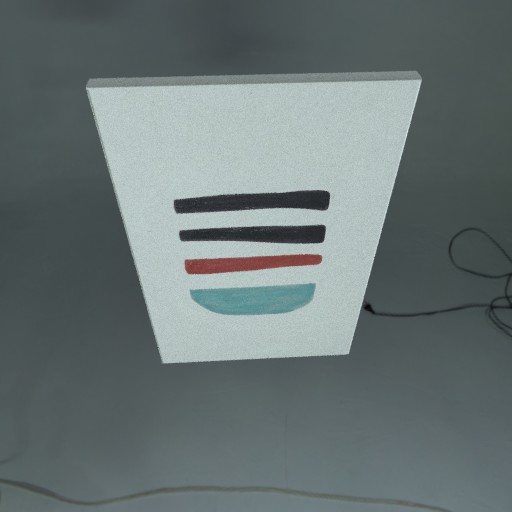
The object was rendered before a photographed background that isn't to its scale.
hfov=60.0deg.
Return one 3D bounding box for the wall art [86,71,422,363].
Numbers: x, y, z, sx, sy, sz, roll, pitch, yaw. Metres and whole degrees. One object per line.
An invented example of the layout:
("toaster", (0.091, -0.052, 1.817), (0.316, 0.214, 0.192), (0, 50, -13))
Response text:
("wall art", (0.000, 0.000, 1.131), (0.607, 0.912, 0.038), (-2, 45, -2))
